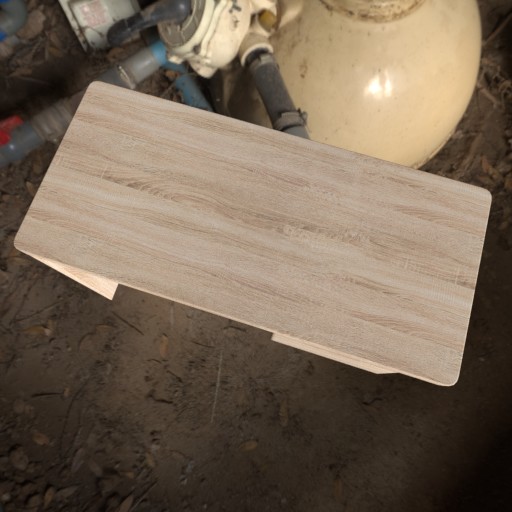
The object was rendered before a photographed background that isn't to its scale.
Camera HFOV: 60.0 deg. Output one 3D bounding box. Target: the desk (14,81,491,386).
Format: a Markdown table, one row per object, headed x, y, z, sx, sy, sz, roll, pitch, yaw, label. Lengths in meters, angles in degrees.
| x | y | z | sx | sy | sz | roll | pitch | yaw | label |
| --- | --- | --- | --- | --- | --- | --- | --- | --- | --- |
| 0.000 | 0.000 | 1.566 | 1.200 | 0.760 | 0.550 | 17 | 75 | 5 | desk |
